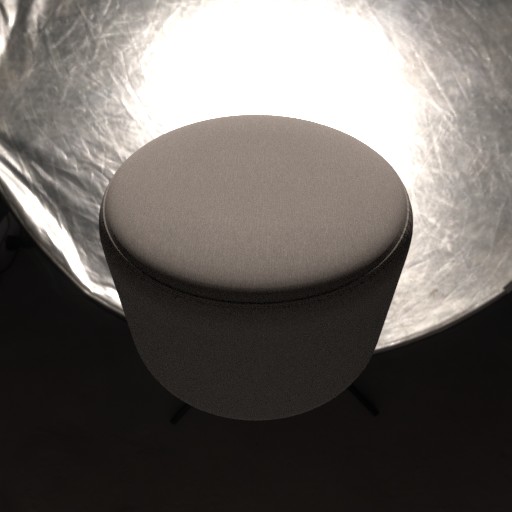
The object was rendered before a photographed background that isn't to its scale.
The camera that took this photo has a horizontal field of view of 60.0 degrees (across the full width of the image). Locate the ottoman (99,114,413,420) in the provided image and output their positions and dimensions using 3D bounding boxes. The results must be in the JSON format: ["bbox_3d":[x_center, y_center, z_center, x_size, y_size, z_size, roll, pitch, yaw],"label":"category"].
[{"bbox_3d":[0.000,0.000,0.989,0.608,0.433,0.608,0,45,0],"label":"ottoman"}]
